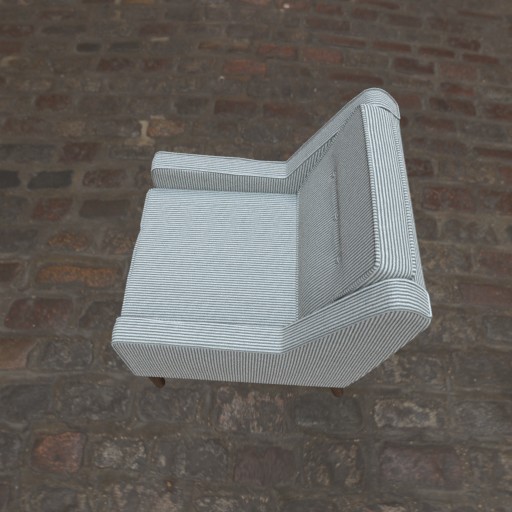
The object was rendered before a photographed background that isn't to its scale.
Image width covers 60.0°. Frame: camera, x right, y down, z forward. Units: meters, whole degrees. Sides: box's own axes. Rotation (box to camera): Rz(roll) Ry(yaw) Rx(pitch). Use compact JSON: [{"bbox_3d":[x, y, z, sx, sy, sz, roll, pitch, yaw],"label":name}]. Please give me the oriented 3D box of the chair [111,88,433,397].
[{"bbox_3d":[0.000,0.000,1.334,0.743,0.792,0.663,3,59,2],"label":"chair"}]
